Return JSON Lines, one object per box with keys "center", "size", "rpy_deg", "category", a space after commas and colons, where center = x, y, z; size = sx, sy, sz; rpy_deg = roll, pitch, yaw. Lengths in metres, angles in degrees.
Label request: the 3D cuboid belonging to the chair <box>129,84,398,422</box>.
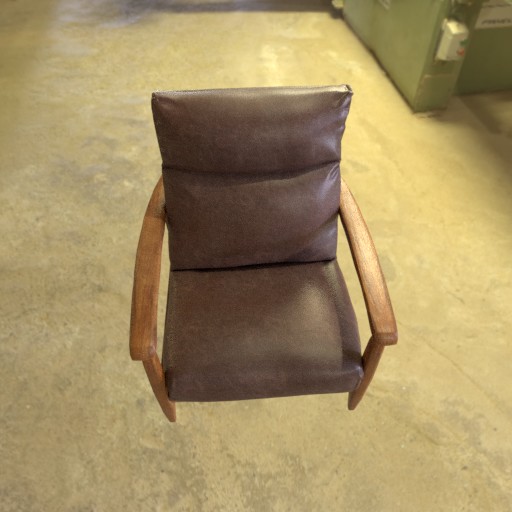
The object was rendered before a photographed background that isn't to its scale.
{"center": [0.000, 0.000, 1.501], "size": [0.782, 0.897, 0.830], "rpy_deg": [-3, 48, -3], "category": "chair"}
